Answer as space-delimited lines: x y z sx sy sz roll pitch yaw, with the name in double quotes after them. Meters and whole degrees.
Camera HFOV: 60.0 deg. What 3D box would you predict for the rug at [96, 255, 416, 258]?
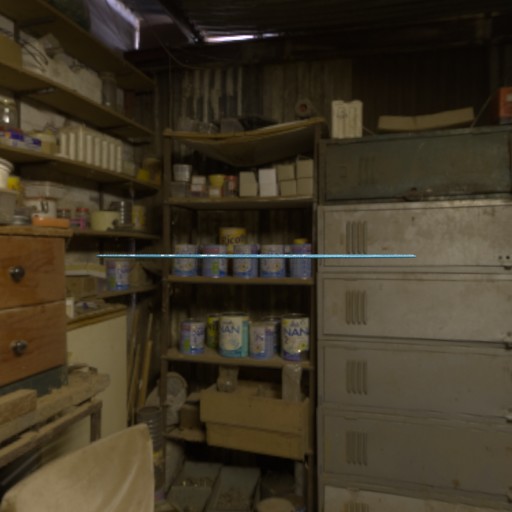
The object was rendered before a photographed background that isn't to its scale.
0.000 0.000 2.346 1.593 0.012 1.593 0 0 0 "rug"
